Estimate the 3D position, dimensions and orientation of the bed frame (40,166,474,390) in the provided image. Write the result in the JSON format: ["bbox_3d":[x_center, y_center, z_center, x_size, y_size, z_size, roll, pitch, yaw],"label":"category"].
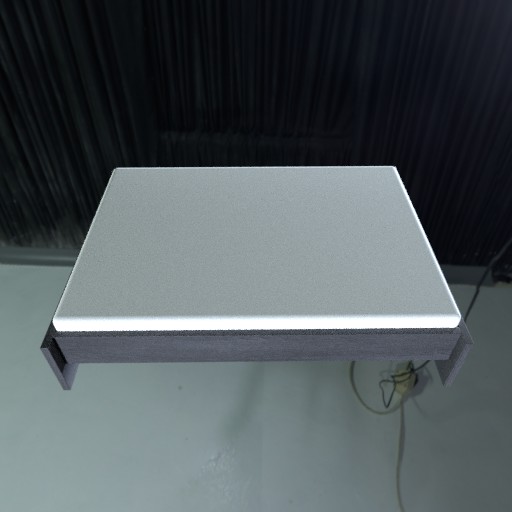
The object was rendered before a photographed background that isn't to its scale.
[{"bbox_3d":[0.000,0.000,2.630,1.950,0.432,1.490,0,43,0],"label":"bed frame"}]
